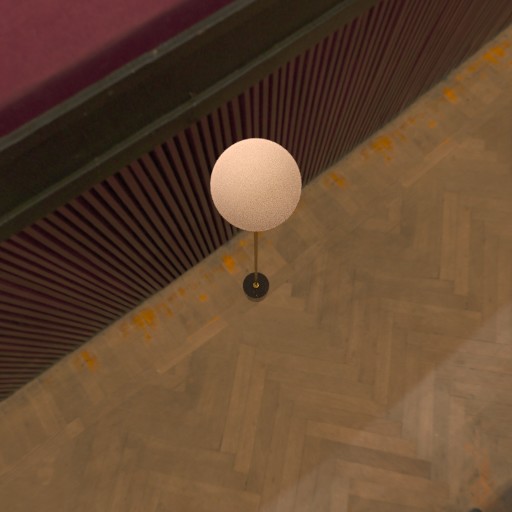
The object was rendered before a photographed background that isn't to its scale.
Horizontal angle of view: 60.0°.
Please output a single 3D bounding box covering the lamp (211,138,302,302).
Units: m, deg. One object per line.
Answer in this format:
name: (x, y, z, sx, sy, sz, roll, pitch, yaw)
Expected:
lamp: (0.000, 0.000, 1.850, 0.229, 1.748, 0.229, -34, 79, -8)
